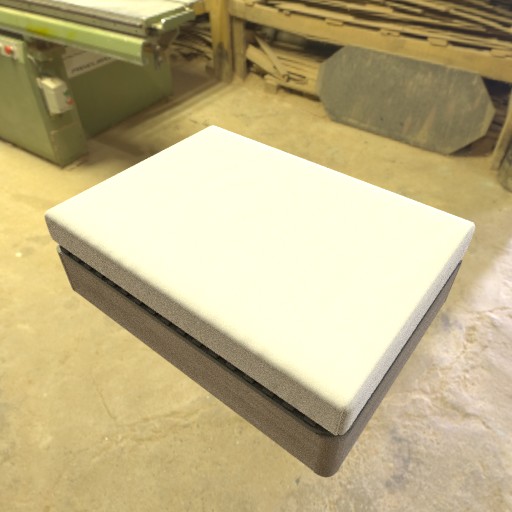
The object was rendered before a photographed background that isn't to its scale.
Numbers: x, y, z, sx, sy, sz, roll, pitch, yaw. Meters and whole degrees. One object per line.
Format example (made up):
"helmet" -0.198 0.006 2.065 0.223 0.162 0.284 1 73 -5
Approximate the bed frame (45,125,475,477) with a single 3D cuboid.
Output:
"bed frame" 0.000 0.000 2.540 1.900 0.561 1.400 28 49 28
